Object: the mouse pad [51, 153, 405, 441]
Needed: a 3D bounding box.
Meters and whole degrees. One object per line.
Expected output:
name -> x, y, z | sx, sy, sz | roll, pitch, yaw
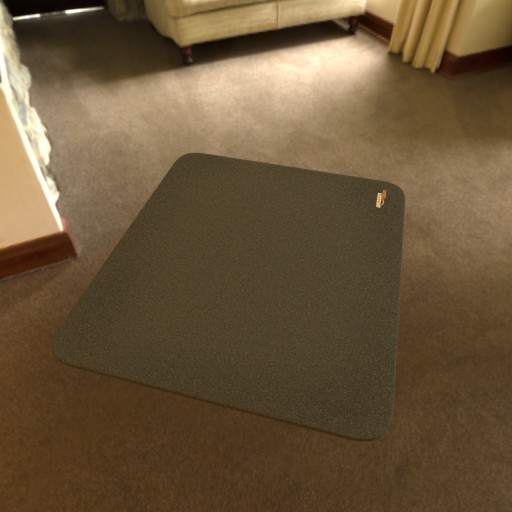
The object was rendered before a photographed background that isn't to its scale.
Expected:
mouse pad -> 0.000, 0.000, 0.320 | 0.203, 0.003, 0.229 | 11, 47, 10
